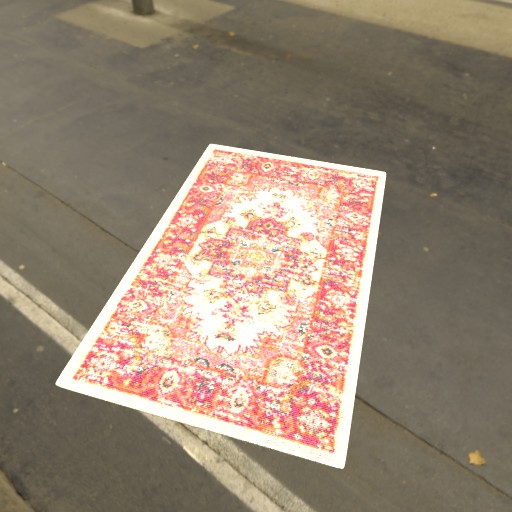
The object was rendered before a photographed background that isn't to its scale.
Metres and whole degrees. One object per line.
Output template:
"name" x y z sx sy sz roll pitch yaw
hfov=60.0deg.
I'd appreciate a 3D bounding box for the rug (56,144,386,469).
"rug" 0.000 0.000 1.082 0.556 0.004 0.868 12 48 11
